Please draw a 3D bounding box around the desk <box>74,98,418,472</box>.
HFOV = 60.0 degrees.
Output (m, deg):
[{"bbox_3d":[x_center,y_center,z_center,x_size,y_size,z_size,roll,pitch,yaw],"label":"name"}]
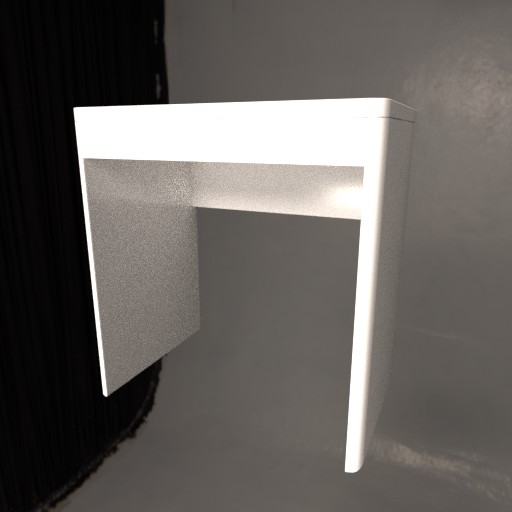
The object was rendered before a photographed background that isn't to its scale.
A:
[{"bbox_3d":[0.000,0.000,1.274,0.762,0.800,0.549,7,17,24],"label":"desk"}]
